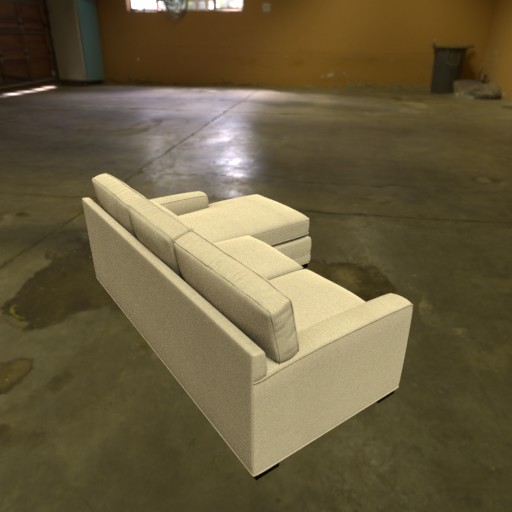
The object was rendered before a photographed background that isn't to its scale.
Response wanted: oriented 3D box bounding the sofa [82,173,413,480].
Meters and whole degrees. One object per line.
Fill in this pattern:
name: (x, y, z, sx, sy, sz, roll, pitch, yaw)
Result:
sofa: (0.000, 0.000, 2.799, 1.496, 0.861, 2.087, -17, 31, -31)
